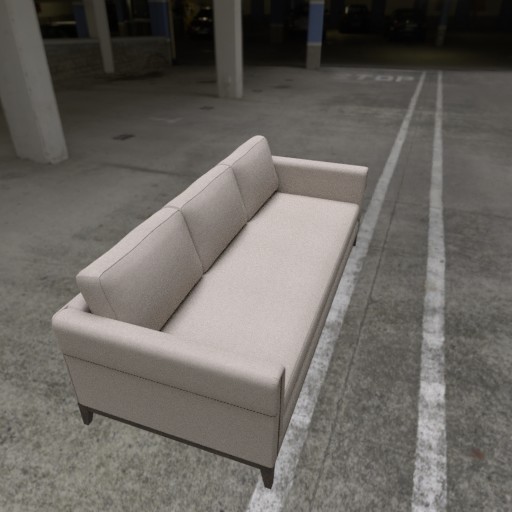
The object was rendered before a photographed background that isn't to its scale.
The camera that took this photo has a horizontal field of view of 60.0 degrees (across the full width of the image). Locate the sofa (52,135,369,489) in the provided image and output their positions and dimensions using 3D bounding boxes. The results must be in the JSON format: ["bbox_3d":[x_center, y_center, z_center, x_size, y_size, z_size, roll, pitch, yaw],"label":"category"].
[{"bbox_3d":[0.000,0.000,2.619,0.959,0.838,2.210,11,33,17],"label":"sofa"}]
